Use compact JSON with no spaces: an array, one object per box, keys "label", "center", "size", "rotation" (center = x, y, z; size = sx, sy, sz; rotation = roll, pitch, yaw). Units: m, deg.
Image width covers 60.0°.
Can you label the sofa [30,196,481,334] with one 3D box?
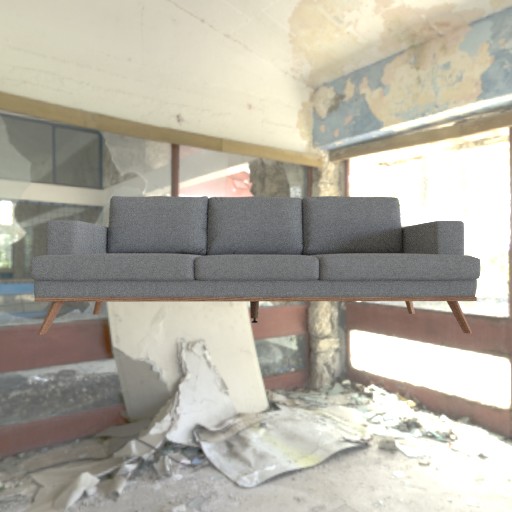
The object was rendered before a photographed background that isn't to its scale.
[{"label":"sofa","center":[0.000,0.000,2.704],"size":[2.310,0.810,0.920],"rotation":[0,0,-1]}]
